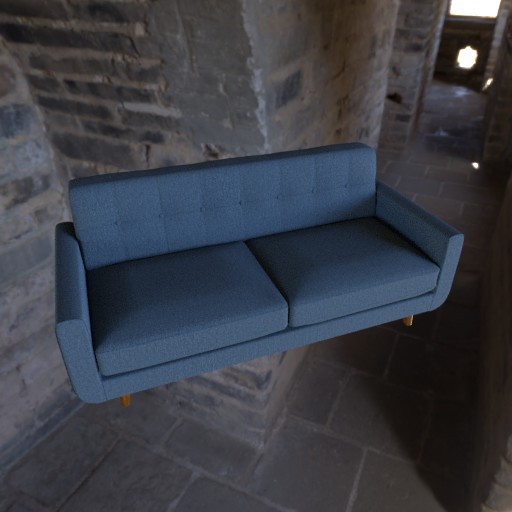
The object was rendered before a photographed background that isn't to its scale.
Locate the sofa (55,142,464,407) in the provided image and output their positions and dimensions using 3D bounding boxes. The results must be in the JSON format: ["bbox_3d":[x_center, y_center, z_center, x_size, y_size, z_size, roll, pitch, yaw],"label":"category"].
[{"bbox_3d":[0.000,0.000,2.493,2.055,0.884,0.942,-11,34,-18],"label":"sofa"}]
